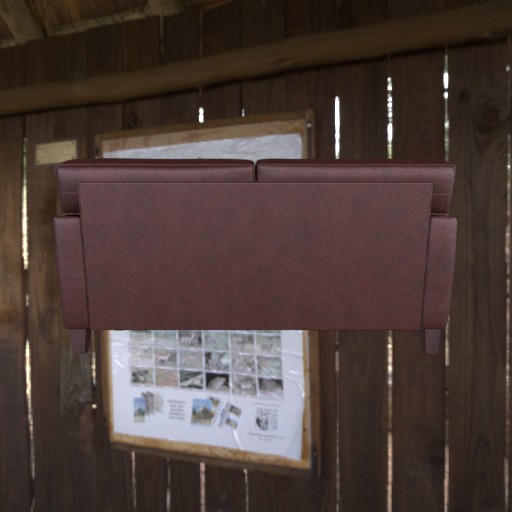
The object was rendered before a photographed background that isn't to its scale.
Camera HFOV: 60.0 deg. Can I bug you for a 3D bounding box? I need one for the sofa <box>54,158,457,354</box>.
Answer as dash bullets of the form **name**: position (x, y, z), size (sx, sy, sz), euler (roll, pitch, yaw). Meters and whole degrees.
- **sofa**: position (0.000, 0.000, 2.398), size (1.876, 0.928, 0.912), euler (0, 1, 0)
